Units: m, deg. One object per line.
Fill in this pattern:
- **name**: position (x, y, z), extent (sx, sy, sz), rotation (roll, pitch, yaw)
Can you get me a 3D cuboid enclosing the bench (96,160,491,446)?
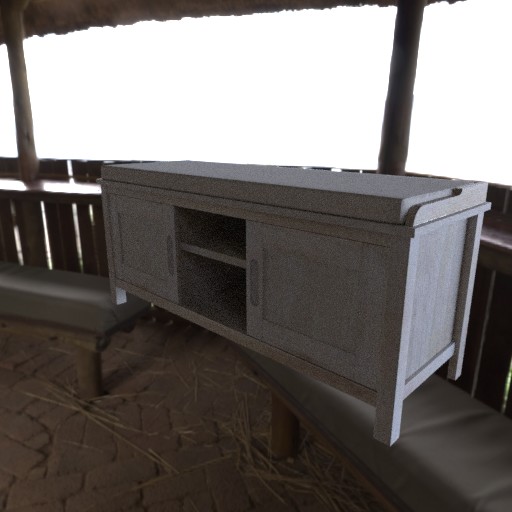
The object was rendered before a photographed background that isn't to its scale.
- **bench**: position (0.000, 0.000, 1.331), extent (1.140, 0.501, 0.398), rotation (15, 22, 42)
